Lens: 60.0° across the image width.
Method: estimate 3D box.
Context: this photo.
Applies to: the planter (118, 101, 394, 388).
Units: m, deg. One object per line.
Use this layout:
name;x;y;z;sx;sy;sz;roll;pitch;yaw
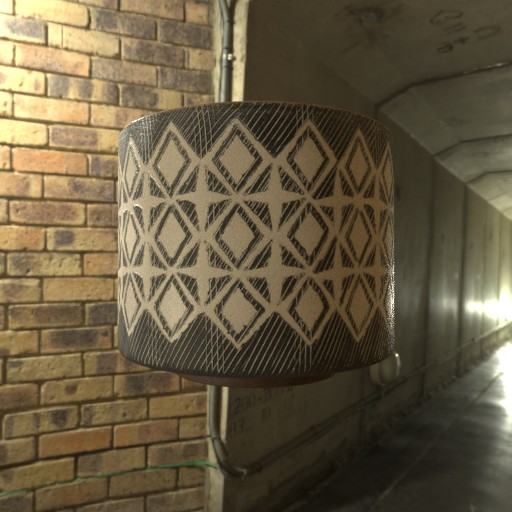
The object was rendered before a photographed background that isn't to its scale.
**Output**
planter;0.000;0.000;0.213;0.126;0.104;0.126;0;-1;0
